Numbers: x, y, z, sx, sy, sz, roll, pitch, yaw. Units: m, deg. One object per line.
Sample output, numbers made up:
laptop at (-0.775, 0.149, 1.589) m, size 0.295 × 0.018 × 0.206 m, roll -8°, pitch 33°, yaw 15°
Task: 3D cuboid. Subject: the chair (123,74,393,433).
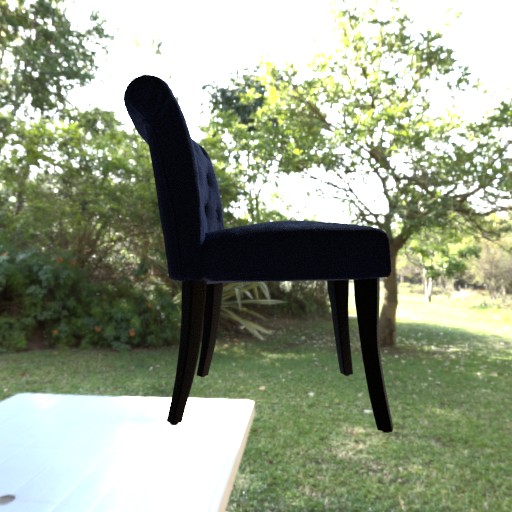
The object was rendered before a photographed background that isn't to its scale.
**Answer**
chair at (0.000, 0.000, 1.188) m, size 0.606 × 0.753 × 0.585 m, roll 0°, pitch -1°, yaw 2°
